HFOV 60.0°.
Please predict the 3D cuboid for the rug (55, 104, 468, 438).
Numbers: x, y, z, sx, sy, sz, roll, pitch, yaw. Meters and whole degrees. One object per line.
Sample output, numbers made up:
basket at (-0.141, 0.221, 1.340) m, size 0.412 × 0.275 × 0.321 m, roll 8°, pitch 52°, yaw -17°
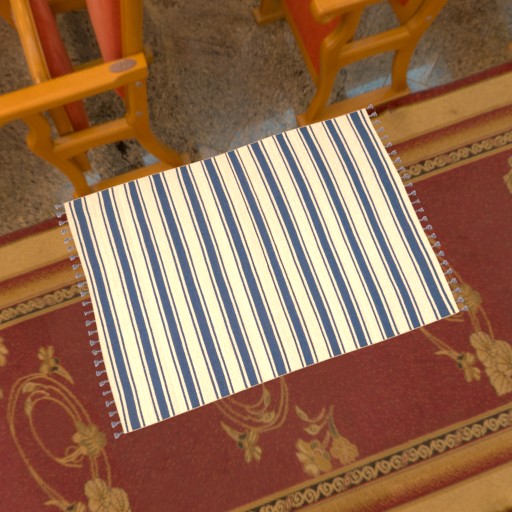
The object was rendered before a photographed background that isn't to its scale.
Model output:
rug at (0.000, 0.000, 2.864) m, size 2.315 × 0.010 × 1.544 m, roll -19°, pitch 77°, yaw -4°
